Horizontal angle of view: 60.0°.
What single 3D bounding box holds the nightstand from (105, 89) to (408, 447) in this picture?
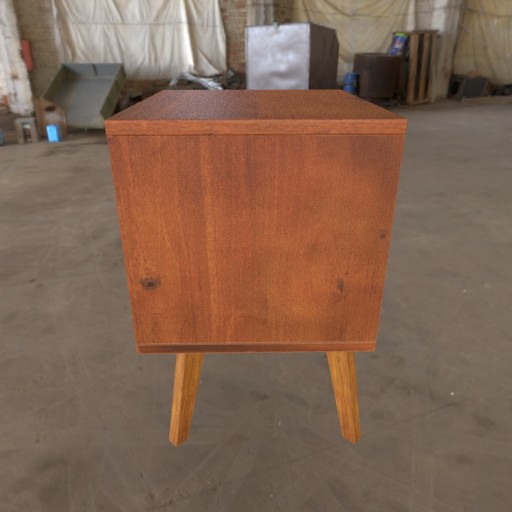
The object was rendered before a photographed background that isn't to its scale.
[{"bbox_3d":[0.000,0.000,0.930,0.411,0.618,0.460,0,25,-1],"label":"nightstand"}]
